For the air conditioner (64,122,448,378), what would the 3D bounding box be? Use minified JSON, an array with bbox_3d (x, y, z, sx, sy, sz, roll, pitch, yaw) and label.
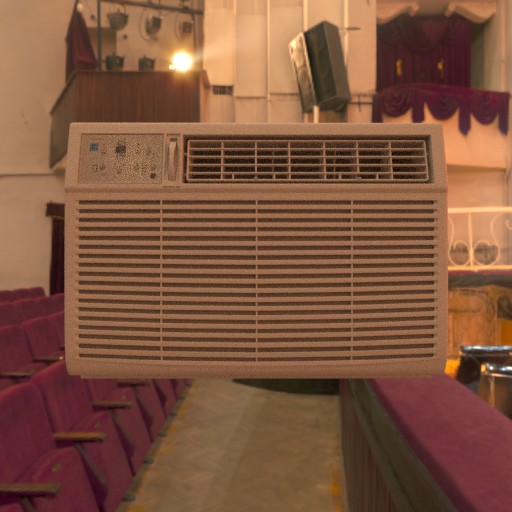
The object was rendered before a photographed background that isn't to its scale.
[{"bbox_3d":[0.000,0.000,1.036,0.645,0.455,0.599,0,-1,0],"label":"air conditioner"}]
